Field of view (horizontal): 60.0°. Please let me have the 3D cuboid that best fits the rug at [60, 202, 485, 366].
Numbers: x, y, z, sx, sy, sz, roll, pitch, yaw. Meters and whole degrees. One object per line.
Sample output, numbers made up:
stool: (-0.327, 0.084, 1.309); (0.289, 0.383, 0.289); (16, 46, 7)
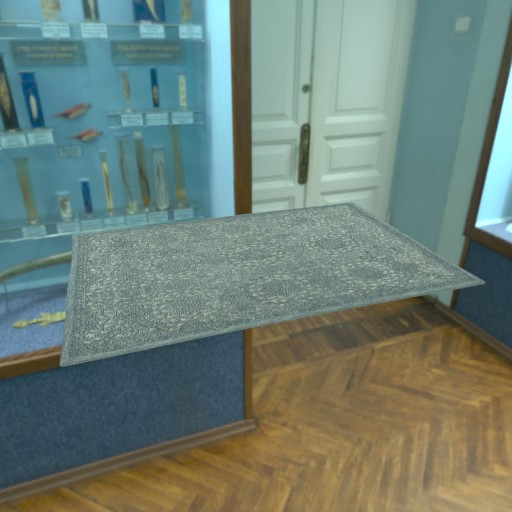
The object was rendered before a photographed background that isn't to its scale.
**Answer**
rug: (0.000, 0.000, 2.298); (1.830, 0.016, 1.224); (-8, 27, -17)
